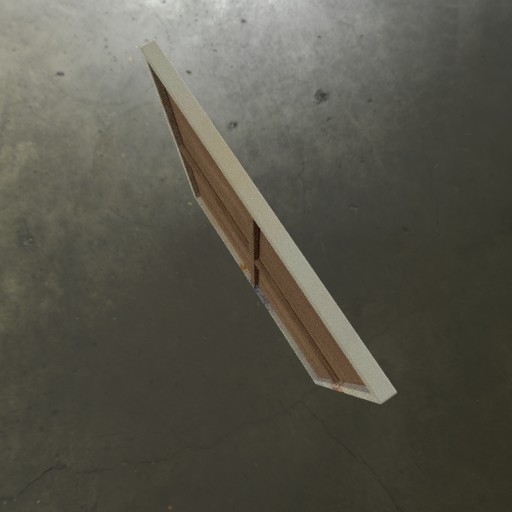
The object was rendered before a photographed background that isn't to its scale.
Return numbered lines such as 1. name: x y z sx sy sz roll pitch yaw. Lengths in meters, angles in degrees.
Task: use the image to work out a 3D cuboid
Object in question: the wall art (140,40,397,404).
1. wall art: 0.000 0.000 1.318 0.038 0.889 0.889 -32 78 -7
